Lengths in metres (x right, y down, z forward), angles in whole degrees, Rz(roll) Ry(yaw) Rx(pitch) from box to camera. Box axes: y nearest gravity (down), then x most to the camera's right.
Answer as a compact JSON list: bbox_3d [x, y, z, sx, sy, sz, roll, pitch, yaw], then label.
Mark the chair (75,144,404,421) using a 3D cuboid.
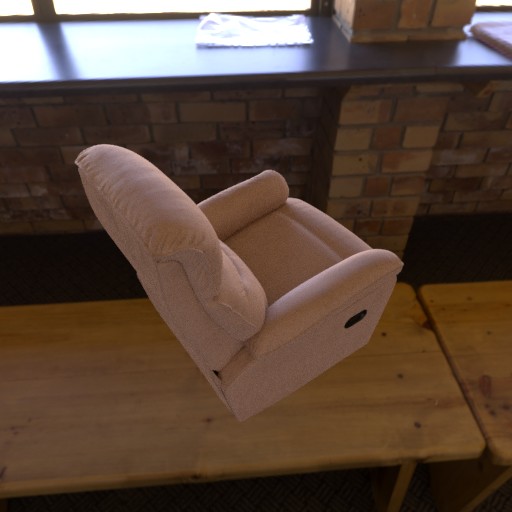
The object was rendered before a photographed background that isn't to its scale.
[{"bbox_3d":[0.000,0.000,1.738,1.004,1.037,0.820,-26,48,-26],"label":"chair"}]
